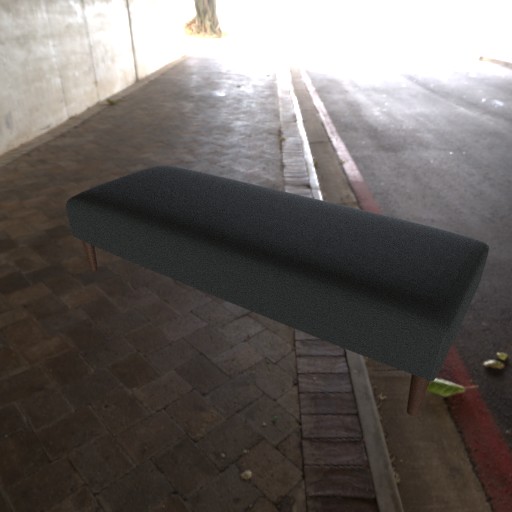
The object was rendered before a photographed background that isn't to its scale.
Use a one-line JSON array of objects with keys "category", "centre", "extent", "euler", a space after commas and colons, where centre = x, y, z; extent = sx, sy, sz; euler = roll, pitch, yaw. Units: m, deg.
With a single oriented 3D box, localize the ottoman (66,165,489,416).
[{"category": "ottoman", "centre": [0.000, 0.000, 1.823], "extent": [1.609, 0.393, 0.646], "euler": [18, 34, 30]}]
